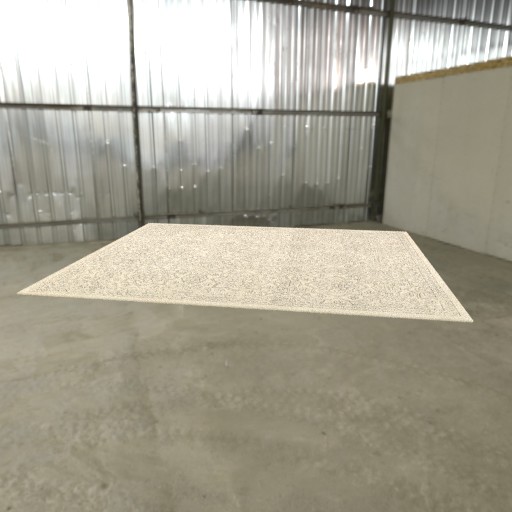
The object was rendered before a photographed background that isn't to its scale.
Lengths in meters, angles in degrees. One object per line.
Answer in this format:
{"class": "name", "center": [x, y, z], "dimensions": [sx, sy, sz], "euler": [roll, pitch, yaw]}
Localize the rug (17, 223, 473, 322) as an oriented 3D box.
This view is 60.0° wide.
{"class": "rug", "center": [0.000, 0.000, 4.065], "dimensions": [3.050, 0.015, 2.441], "euler": [2, 16, 9]}
